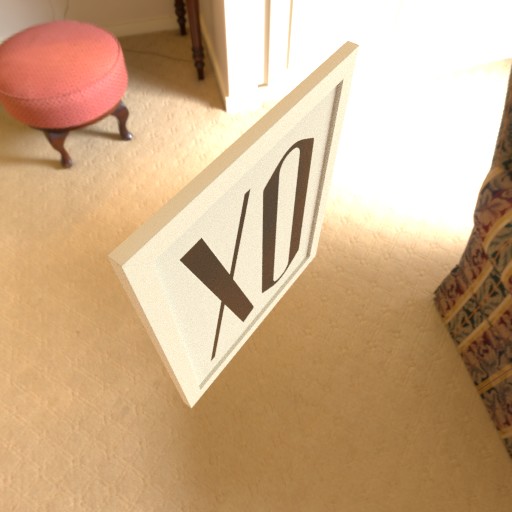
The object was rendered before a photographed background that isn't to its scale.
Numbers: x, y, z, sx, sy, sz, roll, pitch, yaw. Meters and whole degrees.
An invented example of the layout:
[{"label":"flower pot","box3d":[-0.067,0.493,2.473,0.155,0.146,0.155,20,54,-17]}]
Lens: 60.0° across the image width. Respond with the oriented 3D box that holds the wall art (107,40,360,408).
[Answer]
[{"label":"wall art","box3d":[0.000,0.000,0.739,0.020,0.536,0.444,33,63,19]}]
